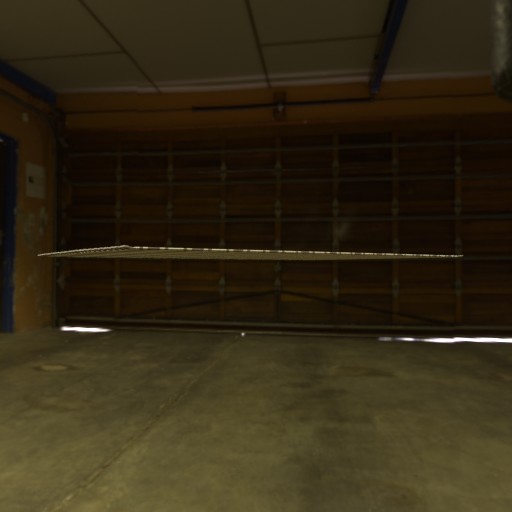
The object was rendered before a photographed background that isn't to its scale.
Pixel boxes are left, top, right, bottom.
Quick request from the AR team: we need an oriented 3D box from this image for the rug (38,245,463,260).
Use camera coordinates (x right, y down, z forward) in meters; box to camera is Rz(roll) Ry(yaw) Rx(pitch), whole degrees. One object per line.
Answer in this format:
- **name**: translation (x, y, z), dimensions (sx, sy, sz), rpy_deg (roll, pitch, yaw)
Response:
- **rug**: translation (0.000, 0.000, 2.974), dimensions (2.425, 0.014, 1.563), rpy_deg (1, -2, -36)
